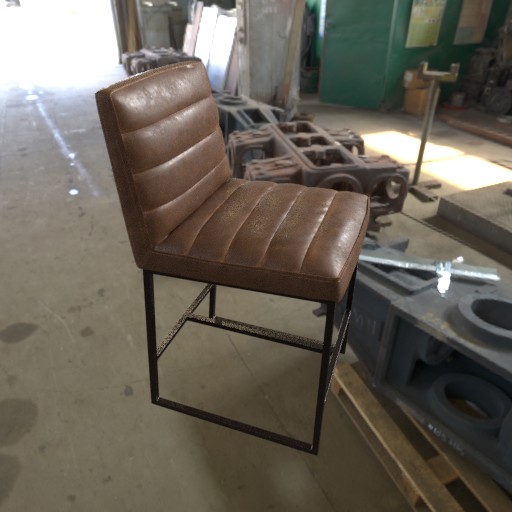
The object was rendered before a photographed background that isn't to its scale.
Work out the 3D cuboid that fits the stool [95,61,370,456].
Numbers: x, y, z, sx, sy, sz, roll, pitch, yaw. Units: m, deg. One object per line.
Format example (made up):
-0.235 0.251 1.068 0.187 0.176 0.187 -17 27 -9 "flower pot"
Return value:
0.000 0.000 1.232 0.562 0.942 0.463 11 33 17 "stool"
